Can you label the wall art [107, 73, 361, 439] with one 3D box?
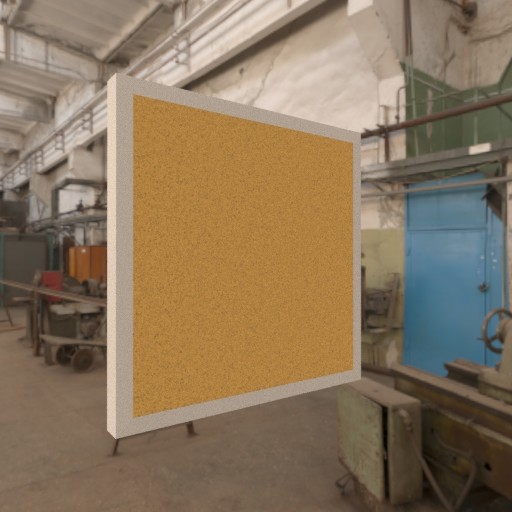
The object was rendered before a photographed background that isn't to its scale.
[{"bbox_3d":[0.000,0.000,1.979,1.289,1.291,0.098,0,0,-36],"label":"wall art"}]
